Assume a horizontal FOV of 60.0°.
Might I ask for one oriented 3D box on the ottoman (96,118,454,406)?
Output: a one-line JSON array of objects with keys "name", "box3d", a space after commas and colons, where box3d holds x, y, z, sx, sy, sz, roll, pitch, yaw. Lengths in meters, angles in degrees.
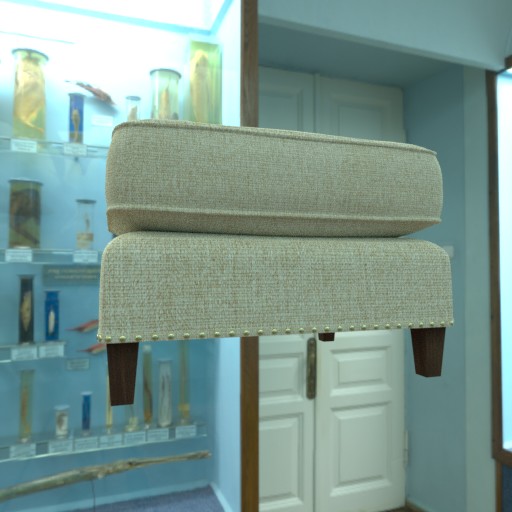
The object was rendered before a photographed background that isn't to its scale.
[{"name": "ottoman", "box3d": [0.000, 0.000, 1.118, 0.738, 0.537, 0.589, 1, -2, -18]}]
